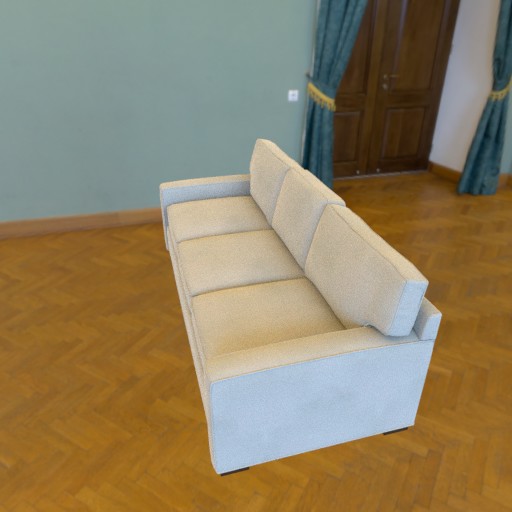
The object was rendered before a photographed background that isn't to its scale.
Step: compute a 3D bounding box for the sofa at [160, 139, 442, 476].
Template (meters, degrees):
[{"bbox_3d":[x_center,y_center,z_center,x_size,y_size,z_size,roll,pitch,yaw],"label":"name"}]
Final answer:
[{"bbox_3d":[0.000,0.000,2.599,0.935,0.862,2.088,-8,31,-13],"label":"sofa"}]
